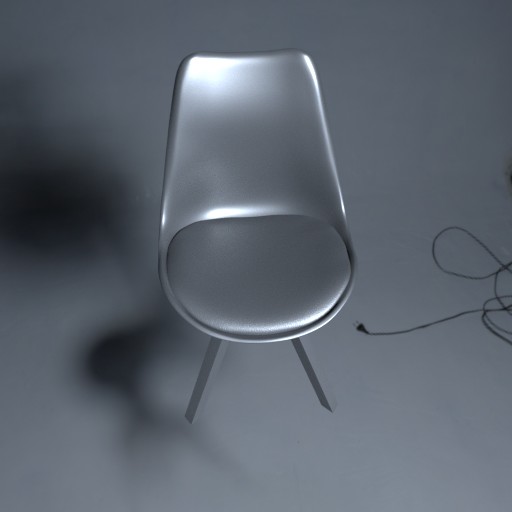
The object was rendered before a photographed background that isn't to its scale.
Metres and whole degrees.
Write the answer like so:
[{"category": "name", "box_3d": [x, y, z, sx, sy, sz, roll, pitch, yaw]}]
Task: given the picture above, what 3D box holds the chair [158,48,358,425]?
[{"category": "chair", "box_3d": [0.000, 0.000, 1.148, 0.485, 0.850, 0.530, -3, 47, -3]}]
